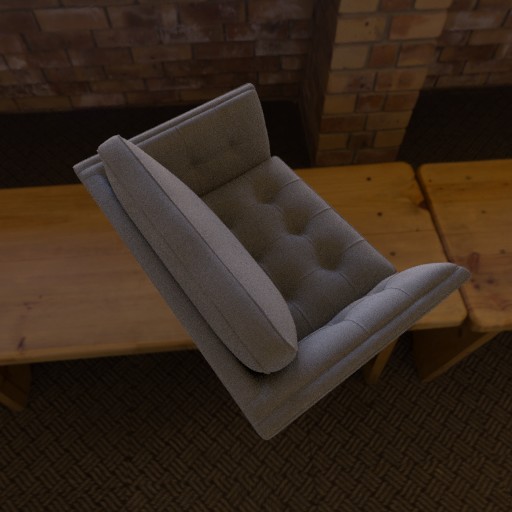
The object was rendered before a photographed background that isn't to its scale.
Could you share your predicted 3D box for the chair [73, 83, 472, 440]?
[{"bbox_3d":[0.000,0.000,2.029,0.965,0.942,1.396,-32,63,-19],"label":"chair"}]
